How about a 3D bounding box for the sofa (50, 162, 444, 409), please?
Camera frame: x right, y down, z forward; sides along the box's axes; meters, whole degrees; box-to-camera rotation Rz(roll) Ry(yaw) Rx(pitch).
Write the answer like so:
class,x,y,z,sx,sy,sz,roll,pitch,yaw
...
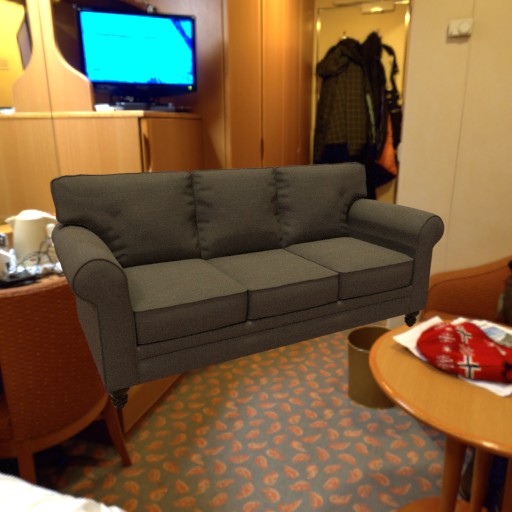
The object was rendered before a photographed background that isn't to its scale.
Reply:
class,x,y,z,sx,sy,sz,roll,pitch,yaw
sofa,0.000,0.000,2.552,2.084,0.966,0.909,-8,18,-27
